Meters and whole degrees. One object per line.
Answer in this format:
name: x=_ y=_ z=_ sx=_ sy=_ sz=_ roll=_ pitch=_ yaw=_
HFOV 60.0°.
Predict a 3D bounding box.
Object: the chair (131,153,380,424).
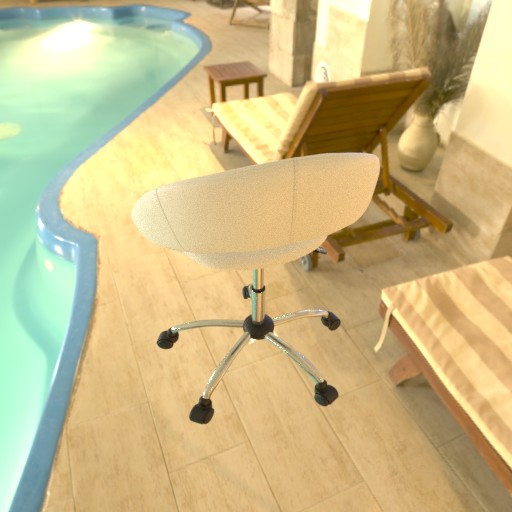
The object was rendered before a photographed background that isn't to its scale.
chair: x=0.000 y=0.000 z=1.201 sx=0.612 sy=0.791 sz=0.538 roll=-11 pitch=40 yaw=-14
